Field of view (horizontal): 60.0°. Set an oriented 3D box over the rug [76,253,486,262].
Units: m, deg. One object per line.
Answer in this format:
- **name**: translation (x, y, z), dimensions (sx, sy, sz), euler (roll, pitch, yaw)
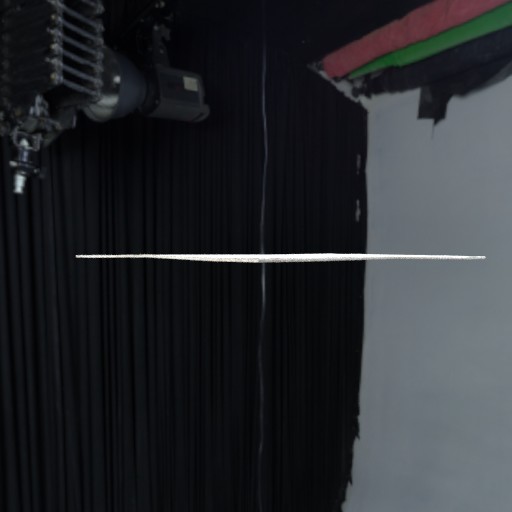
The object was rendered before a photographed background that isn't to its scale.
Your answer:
- **rug**: translation (0.000, 0.000, 4.993), dimensions (2.873, 0.053, 3.778), euler (0, 1, -37)
